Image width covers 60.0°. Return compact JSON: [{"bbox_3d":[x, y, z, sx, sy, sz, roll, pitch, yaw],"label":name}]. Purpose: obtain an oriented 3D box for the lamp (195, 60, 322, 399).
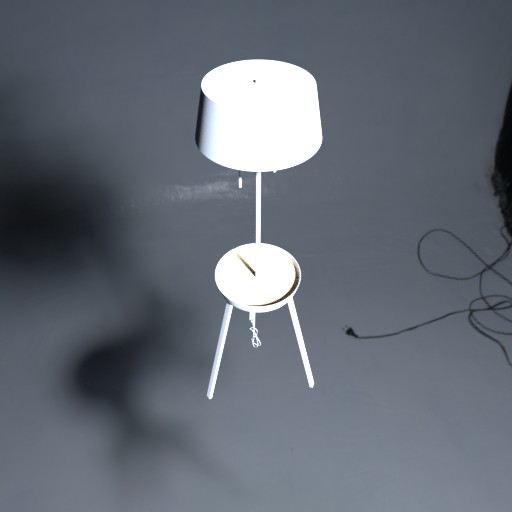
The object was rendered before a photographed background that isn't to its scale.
[{"bbox_3d":[0.000,0.000,1.705,0.508,1.429,0.468,-5,46,-5],"label":"lamp"}]
